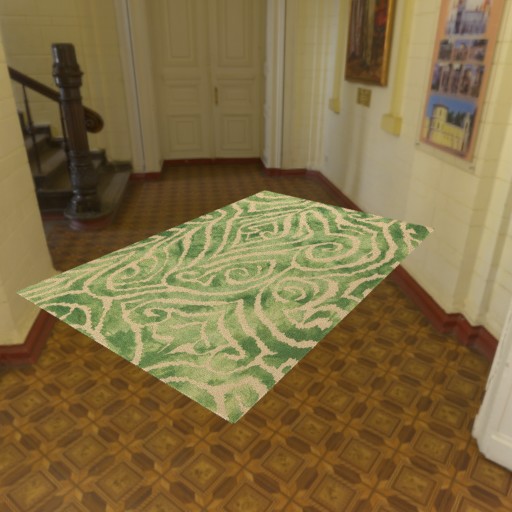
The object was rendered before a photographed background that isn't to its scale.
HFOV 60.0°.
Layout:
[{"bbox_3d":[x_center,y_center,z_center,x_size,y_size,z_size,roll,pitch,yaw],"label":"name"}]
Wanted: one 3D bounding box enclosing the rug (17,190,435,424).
[{"bbox_3d":[0.000,0.000,2.241,1.220,0.006,1.826,18,31,33],"label":"rug"}]
